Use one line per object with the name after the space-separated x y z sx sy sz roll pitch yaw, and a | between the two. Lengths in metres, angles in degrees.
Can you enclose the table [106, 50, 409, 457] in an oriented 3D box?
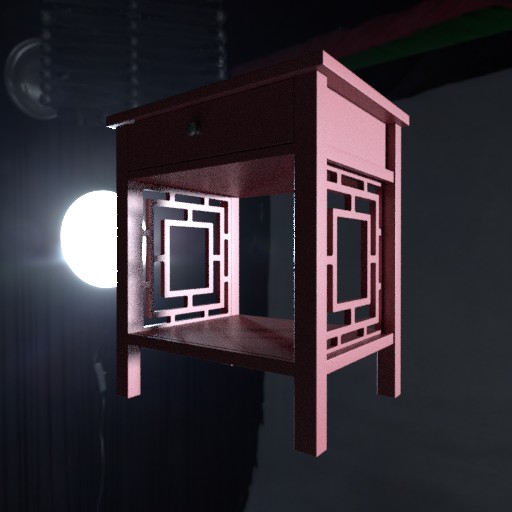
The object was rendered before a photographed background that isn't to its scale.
0.000 0.000 1.085 0.599 0.686 0.451 0 0 37 | table
